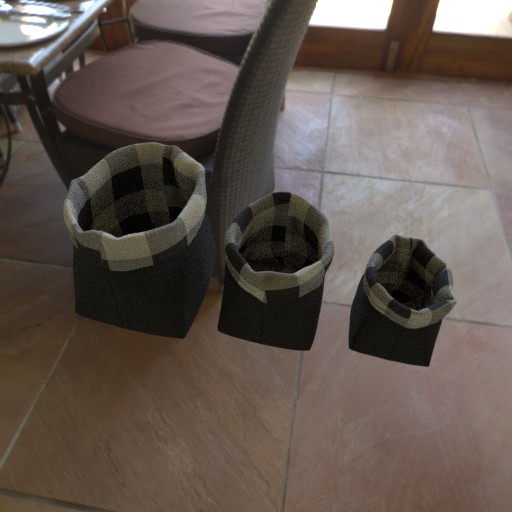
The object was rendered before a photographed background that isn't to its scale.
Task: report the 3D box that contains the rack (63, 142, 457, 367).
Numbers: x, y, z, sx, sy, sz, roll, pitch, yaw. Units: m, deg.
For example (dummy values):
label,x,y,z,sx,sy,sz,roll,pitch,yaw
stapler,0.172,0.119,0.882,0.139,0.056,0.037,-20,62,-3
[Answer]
label,x,y,z,sx,sy,sz,roll,pitch,yaw
rack,0.000,0.000,1.059,0.889,0.329,0.370,10,48,9
